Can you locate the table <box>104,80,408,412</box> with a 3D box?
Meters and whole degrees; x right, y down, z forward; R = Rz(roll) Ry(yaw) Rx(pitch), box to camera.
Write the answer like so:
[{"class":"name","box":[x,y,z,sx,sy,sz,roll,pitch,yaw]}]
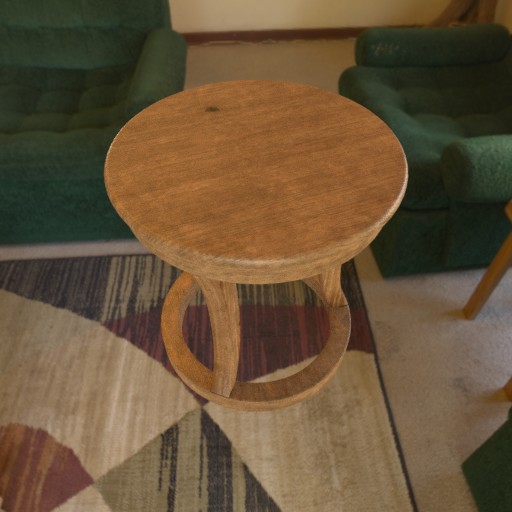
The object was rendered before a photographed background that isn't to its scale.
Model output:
[{"class":"table","box":[0.000,0.000,0.809,0.432,0.460,0.432,0,48,0]}]
